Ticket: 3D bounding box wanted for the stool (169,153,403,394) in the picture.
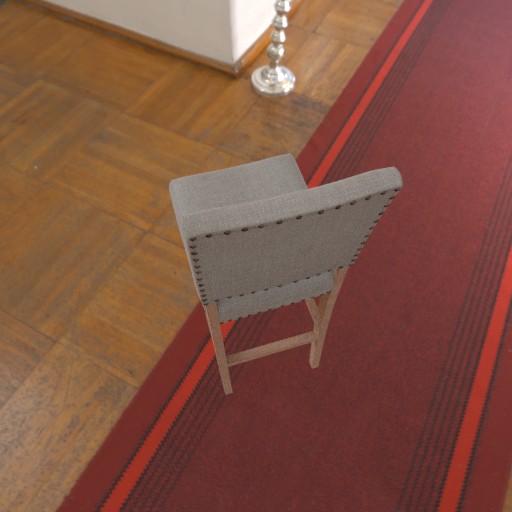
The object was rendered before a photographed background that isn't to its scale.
[{"bbox_3d":[0.000,0.000,1.467,0.445,1.203,0.585,-14,59,-9],"label":"stool"}]
